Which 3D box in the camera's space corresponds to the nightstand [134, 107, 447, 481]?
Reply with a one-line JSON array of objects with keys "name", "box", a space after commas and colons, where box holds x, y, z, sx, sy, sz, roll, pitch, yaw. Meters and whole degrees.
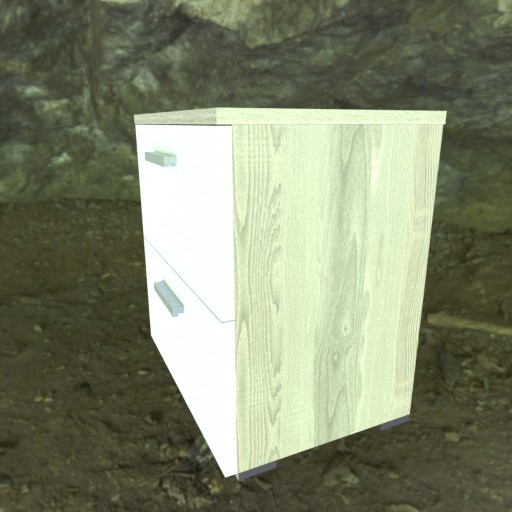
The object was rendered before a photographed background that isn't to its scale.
[{"name": "nightstand", "box": [0.000, 0.000, 0.752, 0.325, 0.461, 0.442, -8, 18, -24]}]
